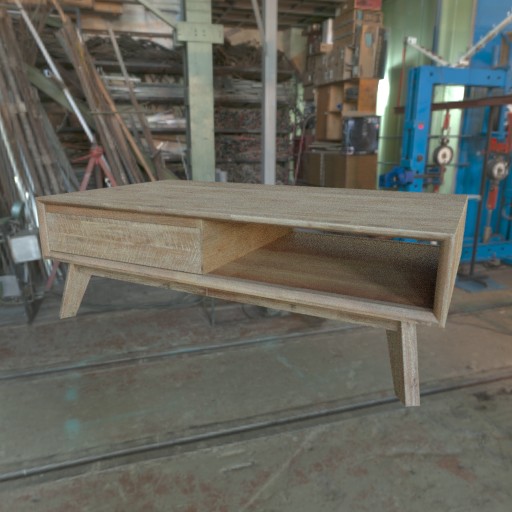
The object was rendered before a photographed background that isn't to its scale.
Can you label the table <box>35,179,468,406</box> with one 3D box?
[{"bbox_3d":[0.000,0.000,1.965,1.619,0.531,0.918,7,17,26],"label":"table"}]
